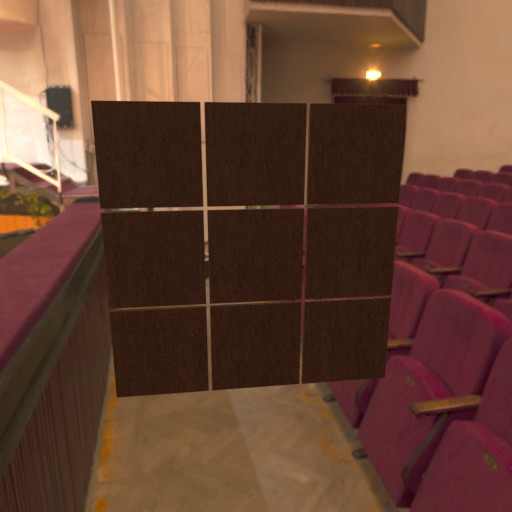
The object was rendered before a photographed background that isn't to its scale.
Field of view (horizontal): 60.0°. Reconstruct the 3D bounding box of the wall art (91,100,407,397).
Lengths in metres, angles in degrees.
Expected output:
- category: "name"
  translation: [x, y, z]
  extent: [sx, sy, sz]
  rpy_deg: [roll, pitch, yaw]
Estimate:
- category: "wall art"
  translation: [0.000, 0.000, 1.394]
  extent: [0.915, 0.914, 0.013]
  rpy_deg: [-2, 14, -8]
